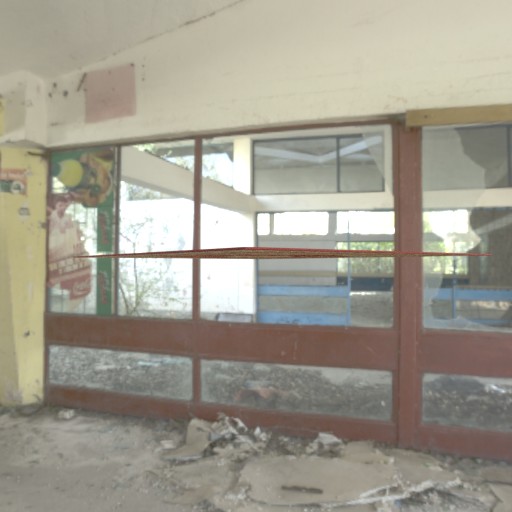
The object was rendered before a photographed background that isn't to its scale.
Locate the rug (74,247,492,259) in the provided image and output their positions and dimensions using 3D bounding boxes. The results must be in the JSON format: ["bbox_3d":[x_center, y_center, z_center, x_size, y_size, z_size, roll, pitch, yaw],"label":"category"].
[{"bbox_3d":[0.000,0.000,4.014,2.387,0.013,3.053,1,-1,-36],"label":"rug"}]
